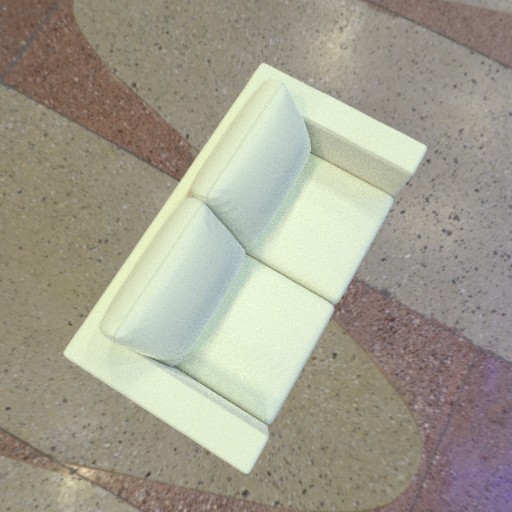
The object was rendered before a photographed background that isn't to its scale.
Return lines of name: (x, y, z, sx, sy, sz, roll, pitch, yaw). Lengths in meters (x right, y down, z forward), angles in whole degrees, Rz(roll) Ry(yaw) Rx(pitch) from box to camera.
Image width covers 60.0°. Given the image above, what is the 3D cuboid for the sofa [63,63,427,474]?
sofa: (0.000, 0.000, 2.333, 1.009, 0.932, 1.813, 30, 78, 7)
